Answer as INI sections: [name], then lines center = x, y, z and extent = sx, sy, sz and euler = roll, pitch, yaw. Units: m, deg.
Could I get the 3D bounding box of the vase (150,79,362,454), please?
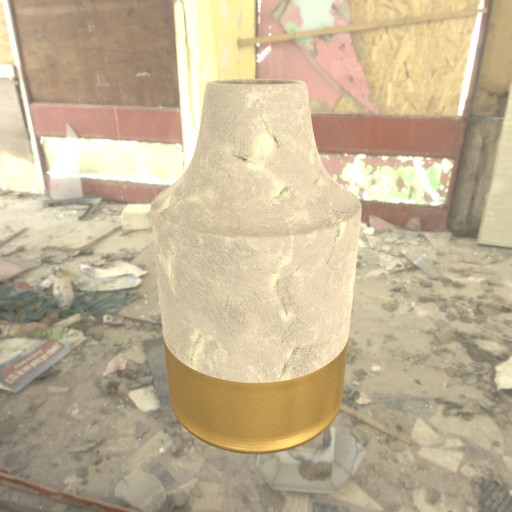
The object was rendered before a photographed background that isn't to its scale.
[vase]
center = 0.000, 0.000, 0.415
extent = 0.184, 0.305, 0.184
euler = 0, 25, 0
